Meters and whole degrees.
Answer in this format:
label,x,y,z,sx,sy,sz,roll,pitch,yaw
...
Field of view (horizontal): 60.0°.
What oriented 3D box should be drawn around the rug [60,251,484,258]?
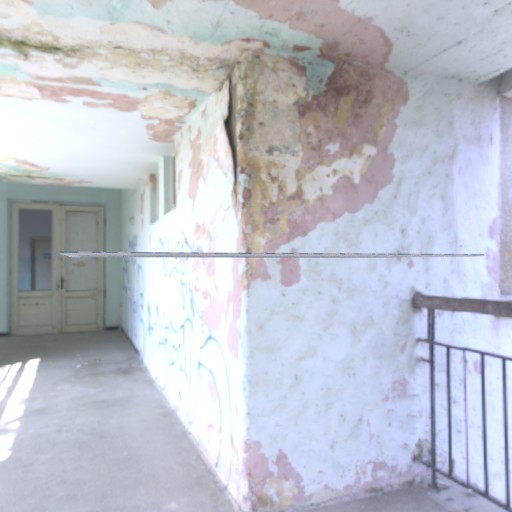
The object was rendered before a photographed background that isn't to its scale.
label,x,y,z,sx,sy,sz,roll,pitch,yaw
rug,0.000,0.000,2.319,1.830,0.011,1.209,0,-1,-20
